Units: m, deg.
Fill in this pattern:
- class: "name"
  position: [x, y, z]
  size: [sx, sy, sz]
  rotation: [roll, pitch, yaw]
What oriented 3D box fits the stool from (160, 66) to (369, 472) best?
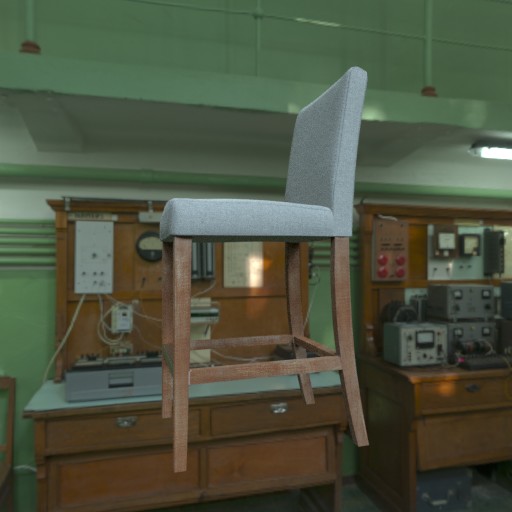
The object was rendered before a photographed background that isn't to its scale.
- class: "stool"
  position: [0.000, 0.000, 1.387]
  size: [0.570, 1.088, 0.439]
  rotation: [0, 0, -16]
